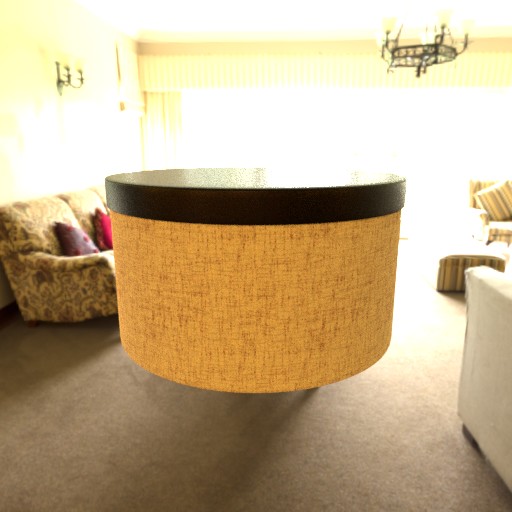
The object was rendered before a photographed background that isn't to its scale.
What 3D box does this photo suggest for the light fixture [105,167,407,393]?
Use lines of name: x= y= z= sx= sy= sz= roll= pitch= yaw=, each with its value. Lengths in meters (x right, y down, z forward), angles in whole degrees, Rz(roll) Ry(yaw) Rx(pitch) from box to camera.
light fixture: x=0.000 y=0.000 z=0.628 sx=0.389 sy=0.229 sz=0.389 roll=0 pitch=14 yaw=0
